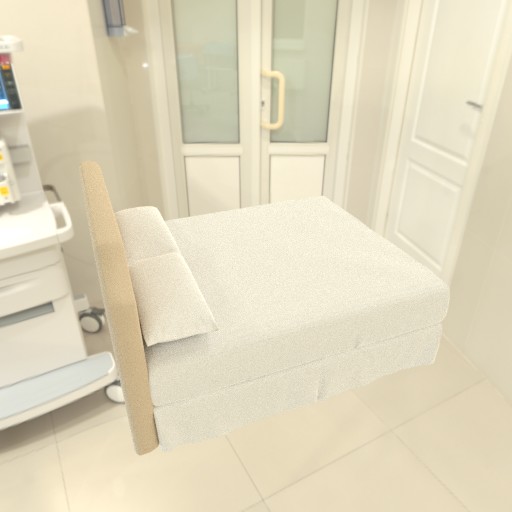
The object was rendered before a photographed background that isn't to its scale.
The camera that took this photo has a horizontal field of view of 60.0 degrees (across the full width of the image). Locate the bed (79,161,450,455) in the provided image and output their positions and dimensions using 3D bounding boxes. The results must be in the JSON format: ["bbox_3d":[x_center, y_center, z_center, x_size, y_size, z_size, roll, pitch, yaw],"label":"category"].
[{"bbox_3d":[0.000,0.000,3.826,2.548,1.524,2.134,-11,32,-19],"label":"bed"}]
